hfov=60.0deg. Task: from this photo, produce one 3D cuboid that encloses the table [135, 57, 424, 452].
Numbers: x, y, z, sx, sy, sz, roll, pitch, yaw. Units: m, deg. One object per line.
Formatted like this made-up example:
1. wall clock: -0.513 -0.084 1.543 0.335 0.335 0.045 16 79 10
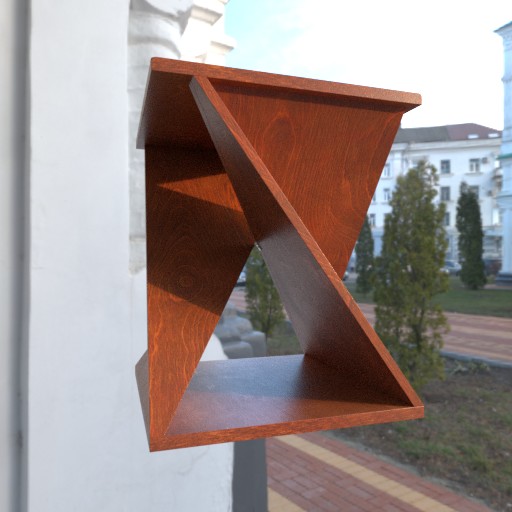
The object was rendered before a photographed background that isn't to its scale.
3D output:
1. table: 0.000 0.000 0.849 0.427 0.520 0.427 0 -1 -18
